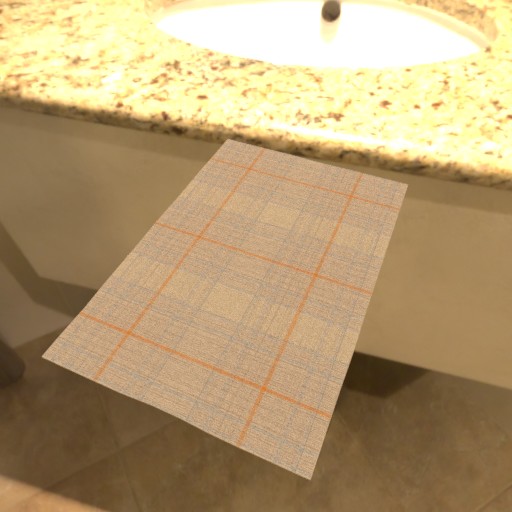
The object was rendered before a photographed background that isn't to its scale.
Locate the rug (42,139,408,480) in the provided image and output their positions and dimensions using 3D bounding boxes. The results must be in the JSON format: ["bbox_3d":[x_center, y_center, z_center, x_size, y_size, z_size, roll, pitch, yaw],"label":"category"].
[{"bbox_3d":[0.000,0.000,2.309,1.232,0.015,1.825,18,50,16],"label":"rug"}]
